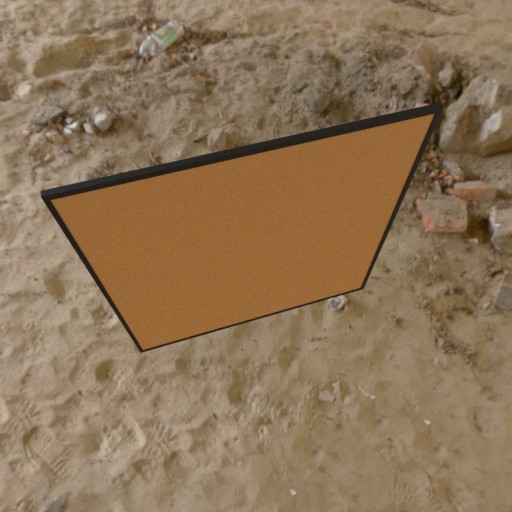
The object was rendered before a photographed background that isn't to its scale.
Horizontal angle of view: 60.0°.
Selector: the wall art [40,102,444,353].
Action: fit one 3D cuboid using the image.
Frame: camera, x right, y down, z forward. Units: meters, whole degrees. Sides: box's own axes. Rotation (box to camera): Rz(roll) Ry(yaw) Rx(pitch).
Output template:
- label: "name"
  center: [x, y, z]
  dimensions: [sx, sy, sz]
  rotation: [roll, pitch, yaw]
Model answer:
- label: "wall art"
  center: [0.000, 0.000, 0.986]
  dimensions: [0.664, 0.663, 0.015]
  rotation: [-15, 59, -9]
